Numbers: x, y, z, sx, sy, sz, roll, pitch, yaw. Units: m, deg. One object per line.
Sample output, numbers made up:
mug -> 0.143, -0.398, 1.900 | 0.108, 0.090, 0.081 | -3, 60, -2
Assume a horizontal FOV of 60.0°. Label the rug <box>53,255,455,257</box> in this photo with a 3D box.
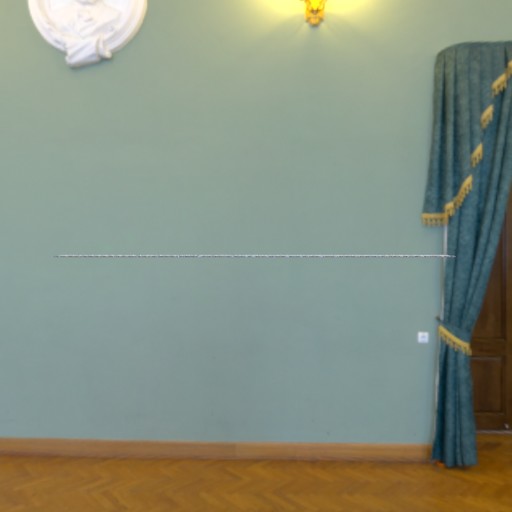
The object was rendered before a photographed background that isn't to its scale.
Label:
rug -> 0.000, 0.000, 3.986 | 2.312, 0.013, 2.940 | 0, 0, 1
